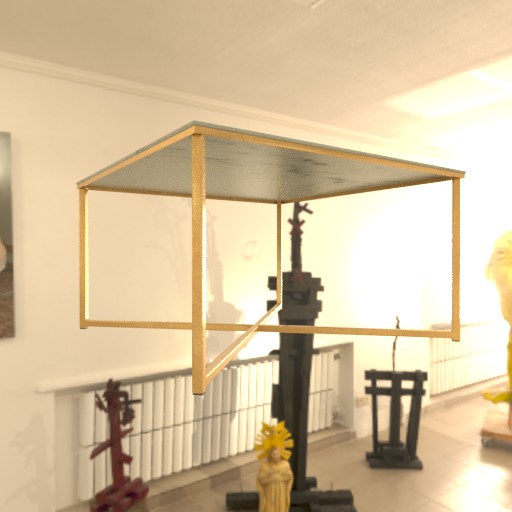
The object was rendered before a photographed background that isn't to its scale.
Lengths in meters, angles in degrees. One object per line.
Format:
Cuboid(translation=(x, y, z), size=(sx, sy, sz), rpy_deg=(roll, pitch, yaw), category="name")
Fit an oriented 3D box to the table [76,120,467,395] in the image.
Cuboid(translation=(0.000, 0.000, 1.272), size=(0.800, 0.450, 0.800), rpy_deg=(0, 1, -35), category="table")
